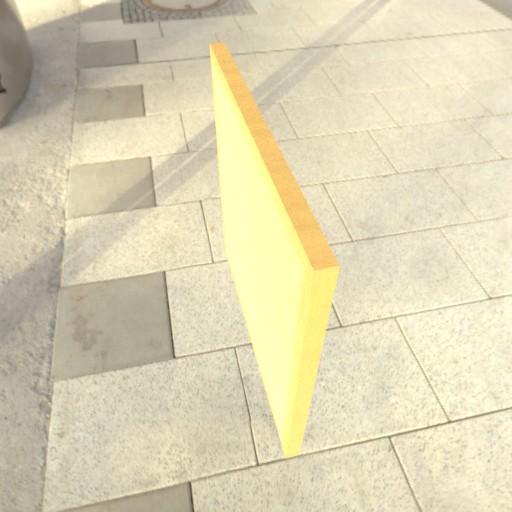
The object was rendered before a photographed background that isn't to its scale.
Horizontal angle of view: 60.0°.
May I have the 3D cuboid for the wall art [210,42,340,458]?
[{"bbox_3d":[0.000,0.000,2.884,0.097,1.936,1.935,-11,49,-10],"label":"wall art"}]
